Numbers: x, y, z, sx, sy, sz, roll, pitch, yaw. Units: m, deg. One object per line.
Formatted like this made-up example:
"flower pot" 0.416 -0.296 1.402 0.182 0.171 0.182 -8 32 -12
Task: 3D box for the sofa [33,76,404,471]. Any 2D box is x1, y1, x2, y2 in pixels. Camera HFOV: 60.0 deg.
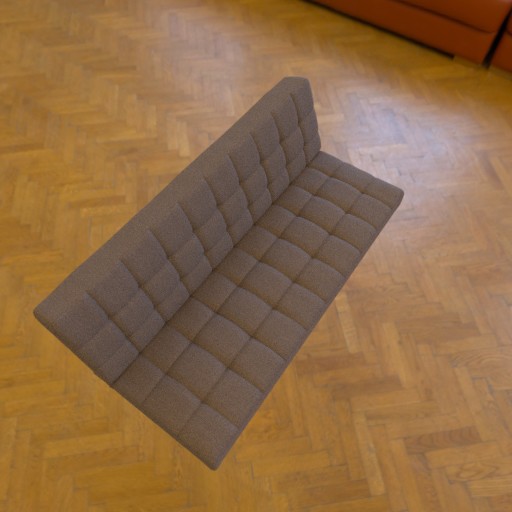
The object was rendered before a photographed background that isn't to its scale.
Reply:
"sofa" 0.000 0.000 2.252 0.860 0.810 1.800 31 63 18
